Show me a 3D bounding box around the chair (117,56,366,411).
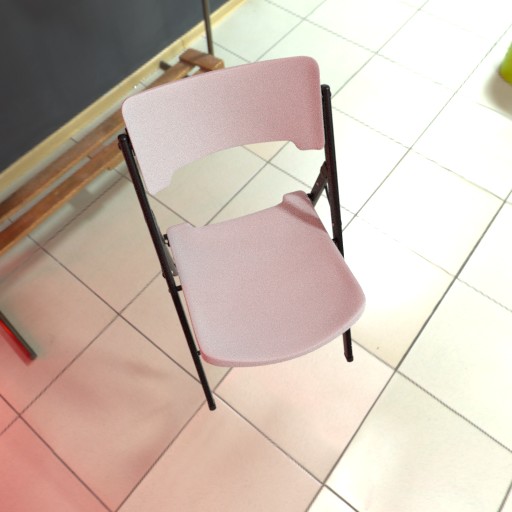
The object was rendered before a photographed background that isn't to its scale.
[{"bbox_3d":[0.000,0.000,1.150,0.482,0.765,0.577,-17,64,-9],"label":"chair"}]
